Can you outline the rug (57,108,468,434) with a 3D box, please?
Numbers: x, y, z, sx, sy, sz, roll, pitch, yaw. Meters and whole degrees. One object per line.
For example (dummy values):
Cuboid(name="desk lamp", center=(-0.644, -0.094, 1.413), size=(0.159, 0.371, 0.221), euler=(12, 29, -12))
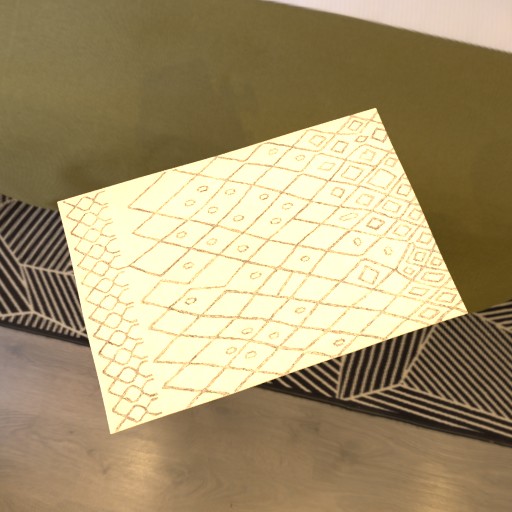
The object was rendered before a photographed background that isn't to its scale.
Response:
Cuboid(name="rug", center=(0.000, 0.000, 2.288), size=(1.828, 0.015, 1.222), euler=(-18, 76, -5))
